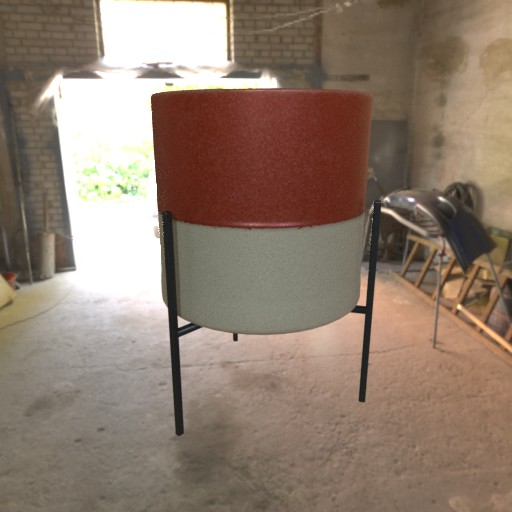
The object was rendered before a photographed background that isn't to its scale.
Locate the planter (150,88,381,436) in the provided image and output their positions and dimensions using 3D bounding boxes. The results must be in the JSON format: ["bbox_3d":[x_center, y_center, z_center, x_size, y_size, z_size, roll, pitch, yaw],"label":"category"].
[{"bbox_3d":[0.000,0.000,0.519,0.235,0.354,0.251,15,23,42],"label":"planter"}]
